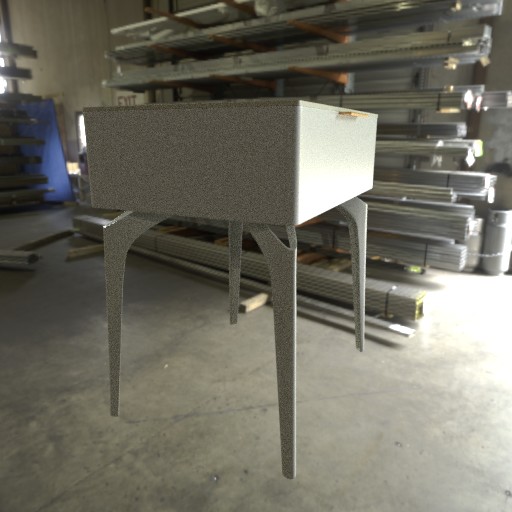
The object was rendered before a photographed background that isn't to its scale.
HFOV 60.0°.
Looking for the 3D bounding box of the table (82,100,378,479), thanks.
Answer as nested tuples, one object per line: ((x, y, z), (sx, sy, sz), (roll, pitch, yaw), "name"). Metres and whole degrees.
((0.000, 0.000, 0.919), (0.400, 0.570, 0.500), (7, 17, 25), "table")
